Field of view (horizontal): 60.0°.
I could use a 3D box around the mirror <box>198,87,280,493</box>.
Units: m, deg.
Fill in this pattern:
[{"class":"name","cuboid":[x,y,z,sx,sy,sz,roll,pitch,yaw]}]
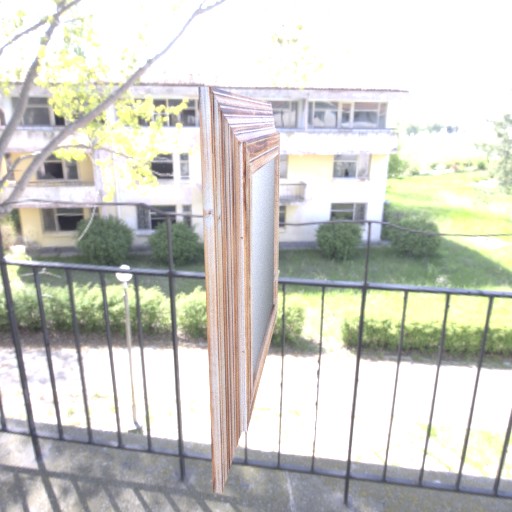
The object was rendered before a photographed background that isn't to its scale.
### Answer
[{"class":"mirror","cuboid":[0.000,0.000,1.194,0.061,0.804,0.804,3,18,8]}]
